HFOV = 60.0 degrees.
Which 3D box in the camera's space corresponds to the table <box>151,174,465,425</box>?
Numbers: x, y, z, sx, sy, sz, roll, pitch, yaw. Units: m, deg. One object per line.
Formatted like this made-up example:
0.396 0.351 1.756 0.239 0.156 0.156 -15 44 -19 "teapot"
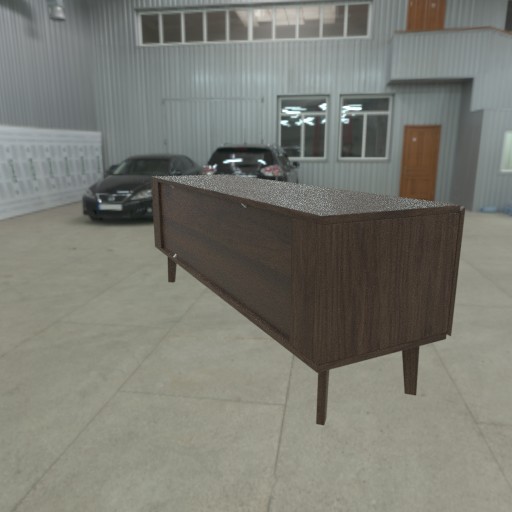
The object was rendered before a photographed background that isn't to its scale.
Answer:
0.000 0.000 1.619 0.405 0.508 1.397 -7 15 -26 "table"
